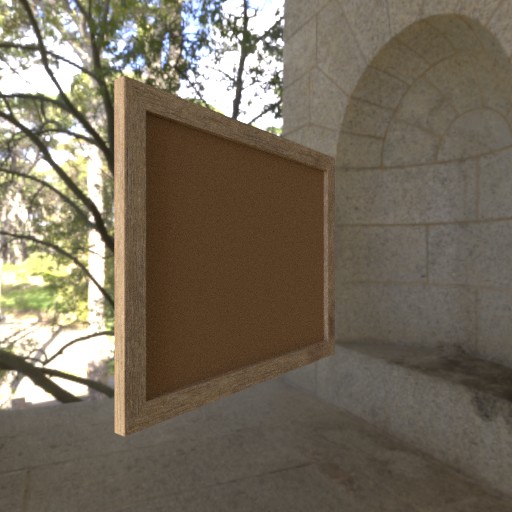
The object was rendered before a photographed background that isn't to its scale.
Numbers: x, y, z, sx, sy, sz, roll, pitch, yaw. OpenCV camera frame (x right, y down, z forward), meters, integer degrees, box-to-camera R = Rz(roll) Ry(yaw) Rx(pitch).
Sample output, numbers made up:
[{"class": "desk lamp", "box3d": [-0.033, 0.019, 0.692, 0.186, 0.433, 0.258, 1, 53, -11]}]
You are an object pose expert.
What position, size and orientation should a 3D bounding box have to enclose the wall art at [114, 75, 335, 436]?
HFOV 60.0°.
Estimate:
[{"class": "wall art", "box3d": [0.000, 0.000, 0.941, 0.026, 0.535, 0.690, 0, 0, 37]}]
